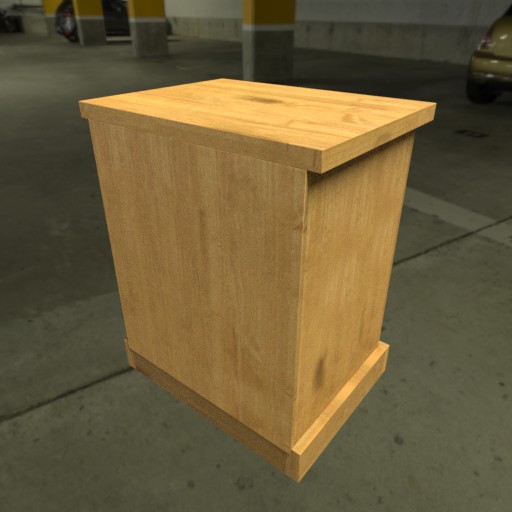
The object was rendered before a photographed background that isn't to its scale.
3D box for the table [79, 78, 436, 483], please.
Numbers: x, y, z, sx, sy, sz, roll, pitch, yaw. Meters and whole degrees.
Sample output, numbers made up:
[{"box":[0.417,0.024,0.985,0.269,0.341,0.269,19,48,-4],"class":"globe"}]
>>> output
[{"box":[0.000,0.000,1.220,0.660,0.813,0.500,21,35,33],"class":"table"}]
